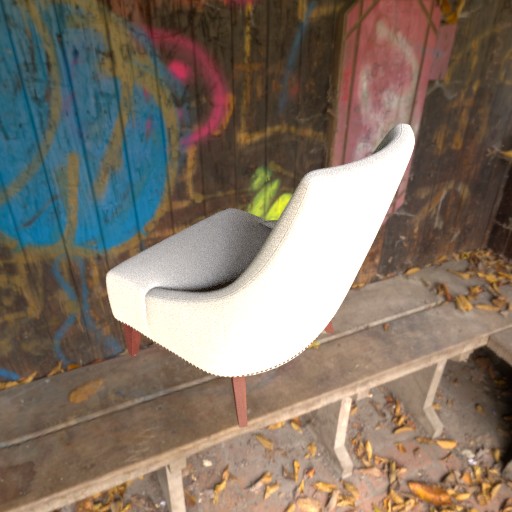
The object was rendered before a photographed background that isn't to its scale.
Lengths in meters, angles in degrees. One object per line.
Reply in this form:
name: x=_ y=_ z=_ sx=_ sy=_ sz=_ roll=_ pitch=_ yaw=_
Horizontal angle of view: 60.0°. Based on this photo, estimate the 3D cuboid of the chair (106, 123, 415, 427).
chair: x=0.000 y=0.000 z=1.525 sx=0.861 sy=0.909 sz=0.701 roll=22 pitch=38 yaw=31
